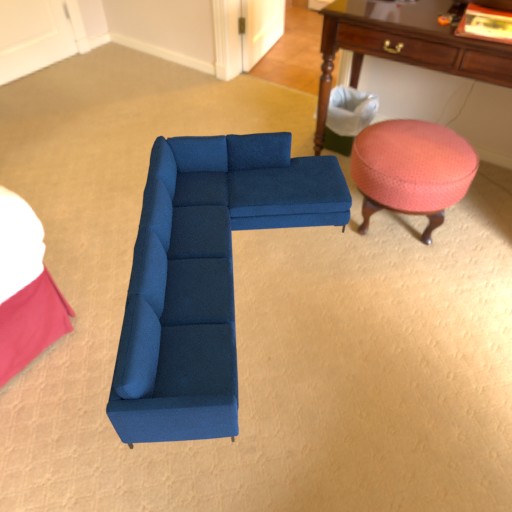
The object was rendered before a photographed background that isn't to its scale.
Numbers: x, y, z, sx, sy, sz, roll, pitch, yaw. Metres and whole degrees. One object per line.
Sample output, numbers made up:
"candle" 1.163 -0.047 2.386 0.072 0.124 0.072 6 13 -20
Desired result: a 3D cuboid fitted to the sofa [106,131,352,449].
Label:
"sofa" 0.000 0.000 3.250 1.707 0.687 2.486 -3 46 -3
